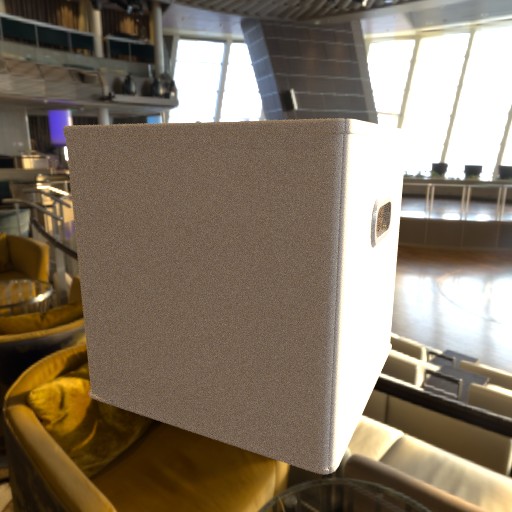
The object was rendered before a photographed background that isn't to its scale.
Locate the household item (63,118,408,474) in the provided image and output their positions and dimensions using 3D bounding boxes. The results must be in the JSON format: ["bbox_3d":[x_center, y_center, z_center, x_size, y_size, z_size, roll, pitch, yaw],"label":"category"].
[{"bbox_3d":[0.000,0.000,0.551,0.305,0.305,0.305,7,16,25],"label":"household item"}]
